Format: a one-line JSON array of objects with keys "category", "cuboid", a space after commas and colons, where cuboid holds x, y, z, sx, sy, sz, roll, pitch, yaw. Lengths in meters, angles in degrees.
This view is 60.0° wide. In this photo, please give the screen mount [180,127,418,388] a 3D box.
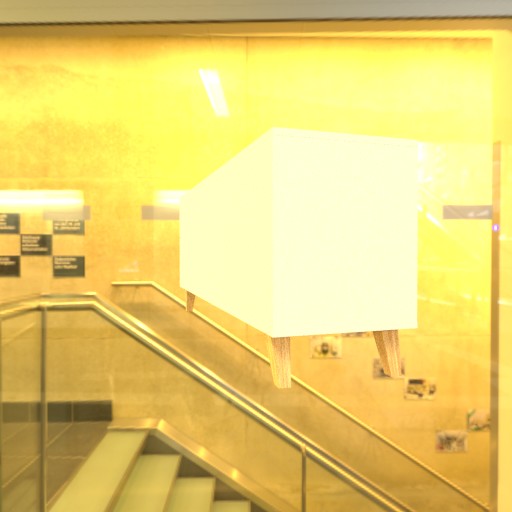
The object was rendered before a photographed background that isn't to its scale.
[{"category": "screen mount", "cuboid": [0.000, 0.000, 1.797, 0.400, 0.619, 1.490, 0, 1, -18]}]
